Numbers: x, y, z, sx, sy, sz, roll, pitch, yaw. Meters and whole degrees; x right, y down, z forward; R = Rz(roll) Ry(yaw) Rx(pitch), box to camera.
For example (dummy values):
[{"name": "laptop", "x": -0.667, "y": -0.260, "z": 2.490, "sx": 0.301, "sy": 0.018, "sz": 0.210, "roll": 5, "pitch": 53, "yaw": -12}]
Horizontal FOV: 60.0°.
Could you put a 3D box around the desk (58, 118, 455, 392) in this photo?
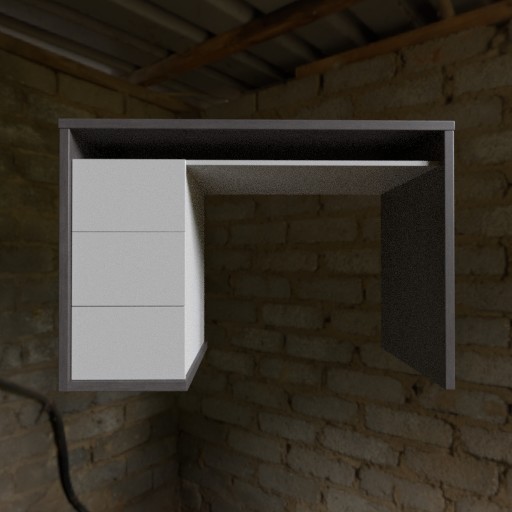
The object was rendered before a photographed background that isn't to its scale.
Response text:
[{"name": "desk", "x": 0.000, "y": 0.000, "z": 1.523, "sx": 1.100, "sy": 0.750, "sz": 0.600, "roll": 0, "pitch": -1, "yaw": -1}]
